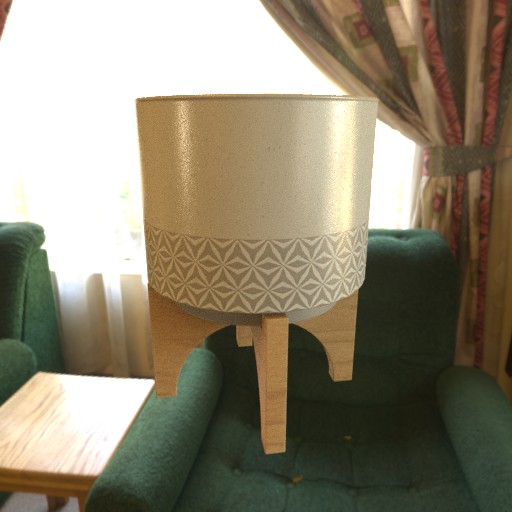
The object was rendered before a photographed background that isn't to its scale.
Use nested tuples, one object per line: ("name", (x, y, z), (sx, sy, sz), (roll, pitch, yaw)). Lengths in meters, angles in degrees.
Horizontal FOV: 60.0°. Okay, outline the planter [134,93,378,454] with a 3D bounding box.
("planter", (0.000, 0.000, 0.515), (0.249, 0.343, 0.249), (0, 17, 0))
